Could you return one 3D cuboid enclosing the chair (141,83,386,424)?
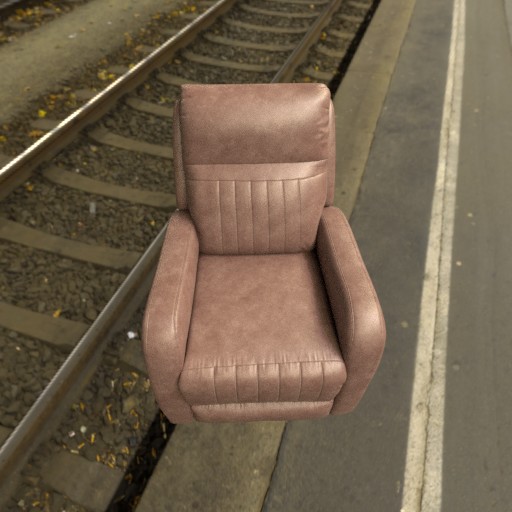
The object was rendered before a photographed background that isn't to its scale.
[{"bbox_3d":[0.000,0.000,1.829,0.865,1.067,1.067,-2,45,-1],"label":"chair"}]
